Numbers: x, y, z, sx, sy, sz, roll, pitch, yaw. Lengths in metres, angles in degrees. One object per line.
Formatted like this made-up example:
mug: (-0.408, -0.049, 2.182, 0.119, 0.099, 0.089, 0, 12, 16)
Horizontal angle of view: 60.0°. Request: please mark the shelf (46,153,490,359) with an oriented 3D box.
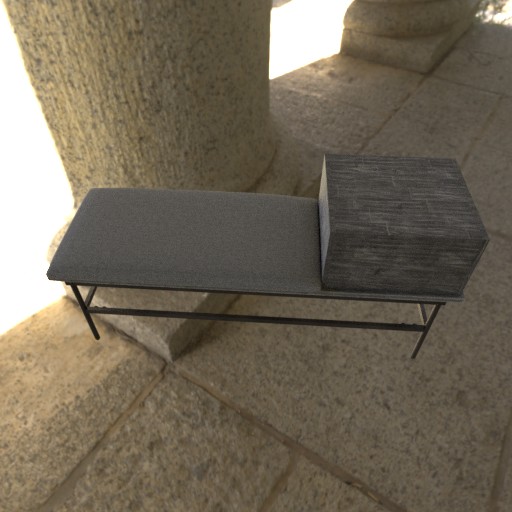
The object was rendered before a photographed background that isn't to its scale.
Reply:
shelf: (0.000, 0.000, 1.618, 1.342, 0.633, 0.457, 3, 46, 3)
